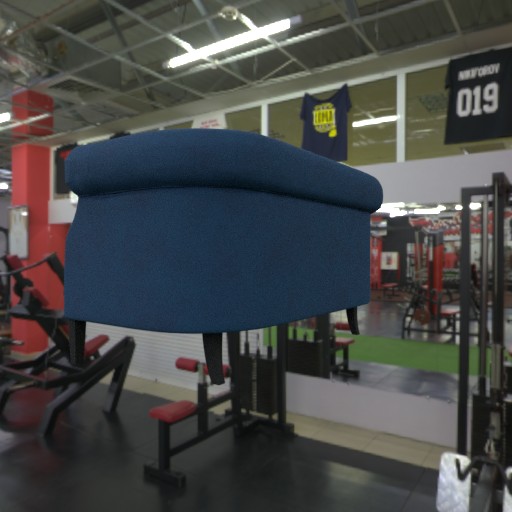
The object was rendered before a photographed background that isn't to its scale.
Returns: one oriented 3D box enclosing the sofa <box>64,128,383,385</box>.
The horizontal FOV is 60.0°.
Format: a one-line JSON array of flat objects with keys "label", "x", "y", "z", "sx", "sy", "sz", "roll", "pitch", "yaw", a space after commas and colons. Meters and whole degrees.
[{"label": "sofa", "x": 0.000, "y": 0.000, "z": 2.034, "sx": 0.835, "sy": 0.827, "sz": 1.558, "roll": 0, "pitch": 0, "yaw": 36}]
